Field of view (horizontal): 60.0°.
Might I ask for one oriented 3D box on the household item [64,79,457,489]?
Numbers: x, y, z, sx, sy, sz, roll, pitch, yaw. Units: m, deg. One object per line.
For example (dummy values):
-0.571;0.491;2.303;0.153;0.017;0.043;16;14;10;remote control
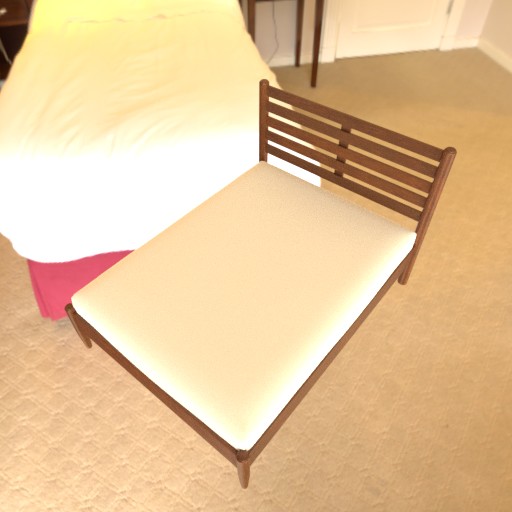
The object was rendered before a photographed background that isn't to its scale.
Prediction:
0.000;0.000;3.195;1.663;1.356;2.232;31;54;26;household item
